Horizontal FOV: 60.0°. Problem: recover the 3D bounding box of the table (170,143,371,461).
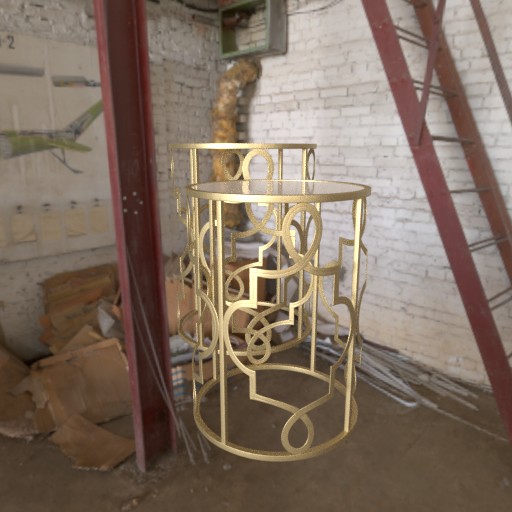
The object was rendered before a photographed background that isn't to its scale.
[{"bbox_3d":[0.000,0.000,1.146,0.420,0.564,0.846,-2,14,-10],"label":"table"}]
